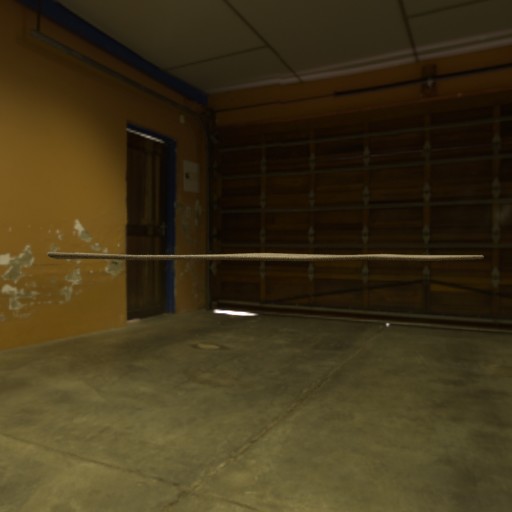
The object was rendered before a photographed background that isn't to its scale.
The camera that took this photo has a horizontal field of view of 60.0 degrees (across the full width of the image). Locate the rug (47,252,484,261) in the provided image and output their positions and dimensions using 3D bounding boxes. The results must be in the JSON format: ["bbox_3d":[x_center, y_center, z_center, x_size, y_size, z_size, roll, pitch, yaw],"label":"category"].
[{"bbox_3d":[0.000,0.000,3.054,2.430,0.053,1.553,0,0,-18],"label":"rug"}]
